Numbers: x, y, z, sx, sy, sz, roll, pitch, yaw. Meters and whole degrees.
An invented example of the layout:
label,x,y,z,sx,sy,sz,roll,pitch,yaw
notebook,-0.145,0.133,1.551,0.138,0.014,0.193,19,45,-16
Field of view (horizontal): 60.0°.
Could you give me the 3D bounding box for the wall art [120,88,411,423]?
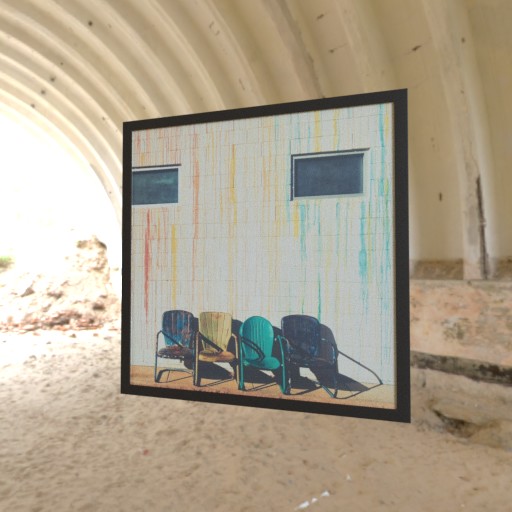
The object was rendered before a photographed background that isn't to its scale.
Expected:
label,x,y,z,sx,sy,sz,roll,pitch,yaw
wall art,0.000,0.000,0.466,0.304,0.304,0.038,-1,-2,18
